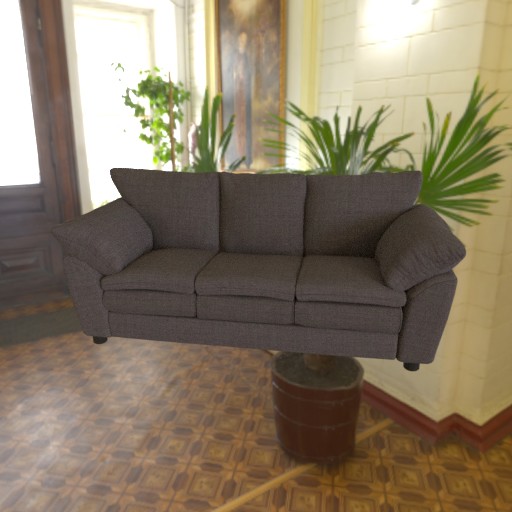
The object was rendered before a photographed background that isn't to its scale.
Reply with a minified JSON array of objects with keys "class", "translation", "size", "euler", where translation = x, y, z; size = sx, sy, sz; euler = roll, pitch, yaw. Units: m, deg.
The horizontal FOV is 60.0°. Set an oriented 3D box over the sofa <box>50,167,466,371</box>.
[{"class":"sofa","translation":[0.000,0.000,2.867],"size":[2.336,1.080,0.883],"euler":[3,15,10]}]
